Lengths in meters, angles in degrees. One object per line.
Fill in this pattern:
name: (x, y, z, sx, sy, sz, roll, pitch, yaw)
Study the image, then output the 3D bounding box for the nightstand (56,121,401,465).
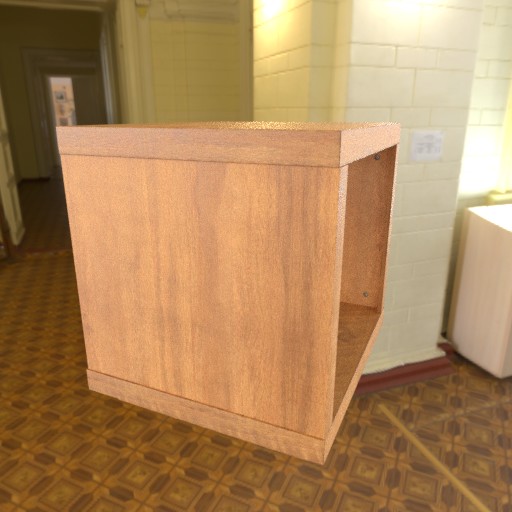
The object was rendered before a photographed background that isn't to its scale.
nightstand: (0.000, 0.000, 0.860, 0.436, 0.491, 0.493, 8, 19, 23)
